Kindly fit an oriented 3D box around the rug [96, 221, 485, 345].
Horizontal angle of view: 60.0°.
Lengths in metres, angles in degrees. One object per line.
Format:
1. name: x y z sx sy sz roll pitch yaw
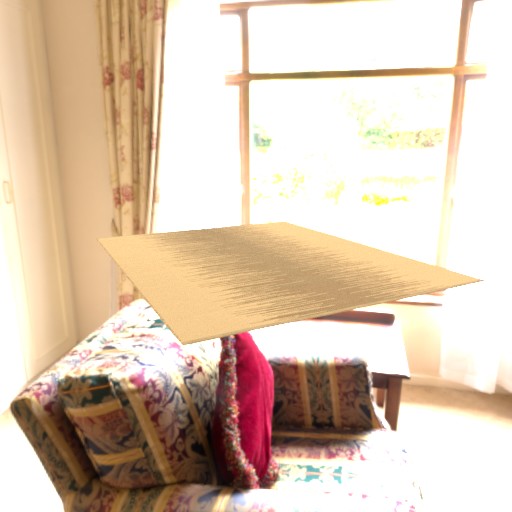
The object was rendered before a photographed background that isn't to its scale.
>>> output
1. rug: 0.000 0.000 4.194 2.453 0.010 3.037 -7 16 -27
